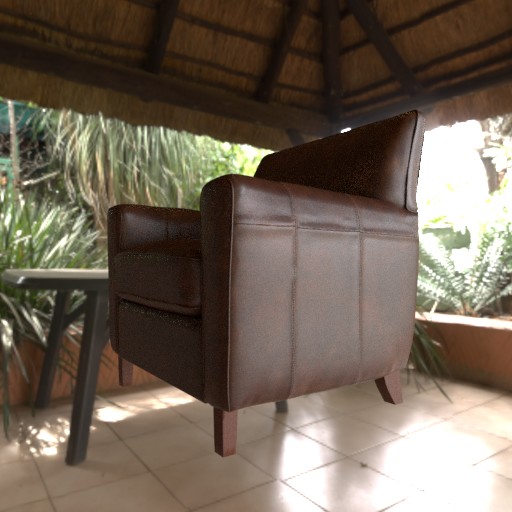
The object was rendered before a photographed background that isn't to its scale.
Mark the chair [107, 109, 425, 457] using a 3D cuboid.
[{"bbox_3d":[0.000,0.000,1.533,0.823,0.943,0.870,0,0,-36],"label":"chair"}]
